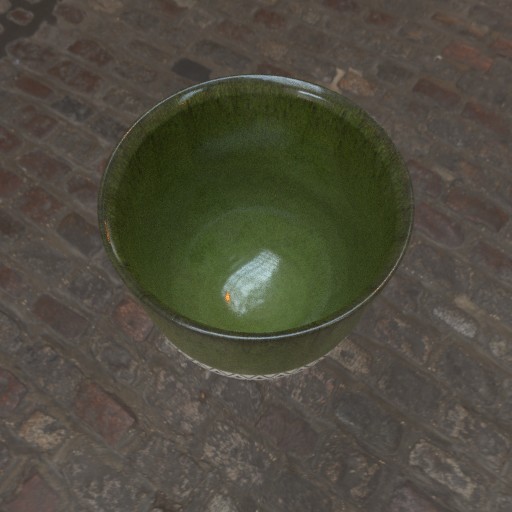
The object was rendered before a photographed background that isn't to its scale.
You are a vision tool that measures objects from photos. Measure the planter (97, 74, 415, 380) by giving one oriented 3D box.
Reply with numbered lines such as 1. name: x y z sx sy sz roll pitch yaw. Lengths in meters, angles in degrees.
1. planter: 0.000 0.000 0.495 0.266 0.270 0.266 0 64 0
